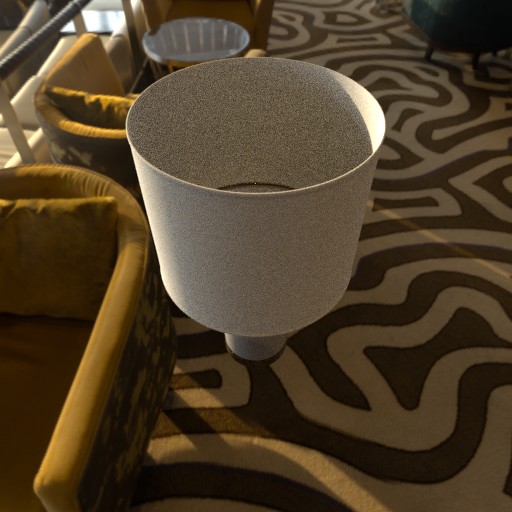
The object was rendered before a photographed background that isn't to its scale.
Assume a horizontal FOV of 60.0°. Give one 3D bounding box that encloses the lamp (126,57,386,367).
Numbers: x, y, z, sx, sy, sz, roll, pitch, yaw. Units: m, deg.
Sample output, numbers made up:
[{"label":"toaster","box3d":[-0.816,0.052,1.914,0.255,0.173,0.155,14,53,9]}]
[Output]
[{"label":"lamp","box3d":[0.000,0.000,0.536,0.229,0.380,0.229,0,47,0]}]
